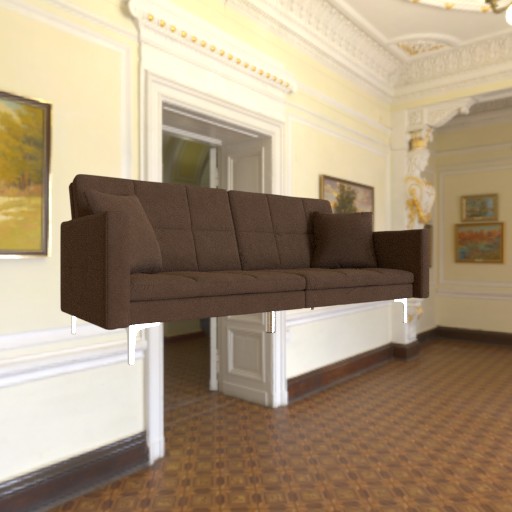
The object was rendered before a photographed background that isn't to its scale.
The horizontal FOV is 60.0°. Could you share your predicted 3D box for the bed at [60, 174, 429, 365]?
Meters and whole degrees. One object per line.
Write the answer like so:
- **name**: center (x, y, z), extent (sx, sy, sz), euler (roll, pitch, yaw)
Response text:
- **bed**: center (0.000, 0.000, 2.390), extent (1.905, 0.787, 0.889), euler (0, 0, -37)
